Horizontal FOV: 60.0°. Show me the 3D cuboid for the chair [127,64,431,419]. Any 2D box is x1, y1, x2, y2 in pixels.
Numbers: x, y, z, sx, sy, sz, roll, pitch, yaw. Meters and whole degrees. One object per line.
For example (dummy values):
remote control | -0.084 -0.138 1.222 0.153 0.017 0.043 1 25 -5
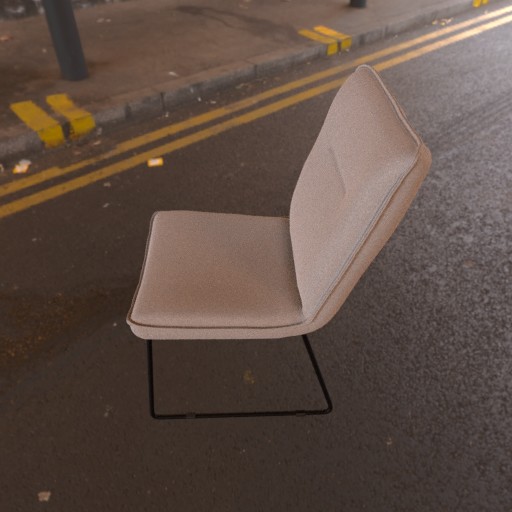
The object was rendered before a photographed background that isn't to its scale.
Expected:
chair | 0.000 0.000 1.301 0.688 0.930 0.515 -1 41 -1
